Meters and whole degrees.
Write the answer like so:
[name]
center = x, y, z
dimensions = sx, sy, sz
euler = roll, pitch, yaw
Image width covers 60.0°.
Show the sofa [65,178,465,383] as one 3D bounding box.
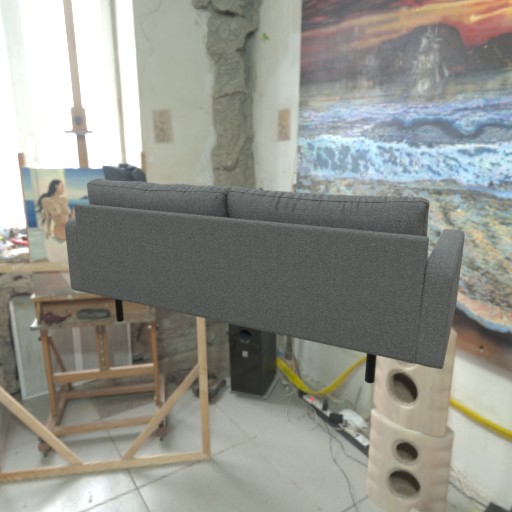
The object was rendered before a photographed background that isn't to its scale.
[sofa]
center = 0.000, 0.000, 2.643
dimensions = 2.200, 0.880, 0.880
euler = 8, 17, 26
